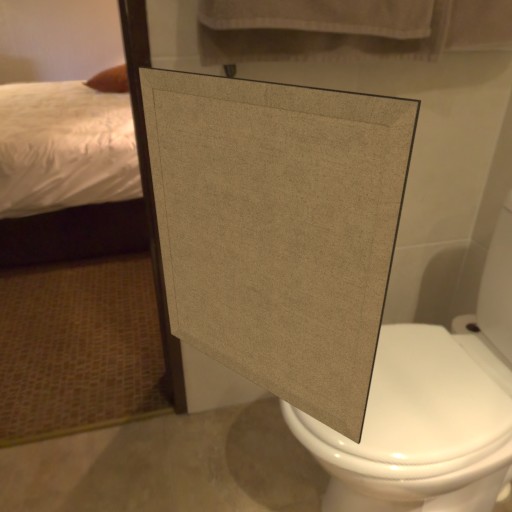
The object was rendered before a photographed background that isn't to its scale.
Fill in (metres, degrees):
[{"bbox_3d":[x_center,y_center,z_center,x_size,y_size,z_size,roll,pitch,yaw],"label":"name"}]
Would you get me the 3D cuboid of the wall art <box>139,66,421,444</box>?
[{"bbox_3d":[0.000,0.000,0.610,0.381,0.457,0.023,21,36,32],"label":"wall art"}]
